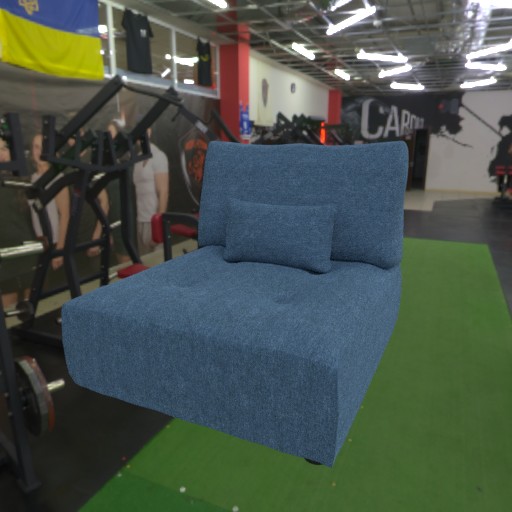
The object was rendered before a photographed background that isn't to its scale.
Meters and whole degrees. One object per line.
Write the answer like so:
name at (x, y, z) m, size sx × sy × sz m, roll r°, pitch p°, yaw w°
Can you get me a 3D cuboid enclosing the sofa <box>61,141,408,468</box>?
sofa at (0.000, 0.000, 1.637) m, size 0.930 × 0.820 × 1.000 m, roll 7°, pitch 16°, yaw 25°
